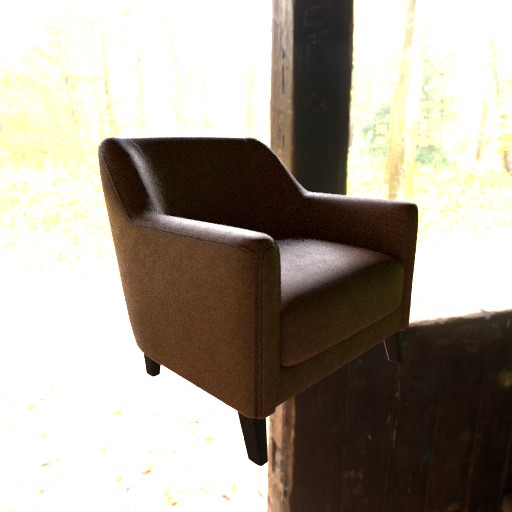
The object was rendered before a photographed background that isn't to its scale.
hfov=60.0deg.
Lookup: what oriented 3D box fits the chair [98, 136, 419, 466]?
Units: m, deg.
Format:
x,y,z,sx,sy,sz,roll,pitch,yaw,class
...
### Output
x,y,z,sx,sy,sz,roll,pitch,yaw,class
0.000,0.000,1.873,1.034,0.980,1.037,14,21,43,chair
